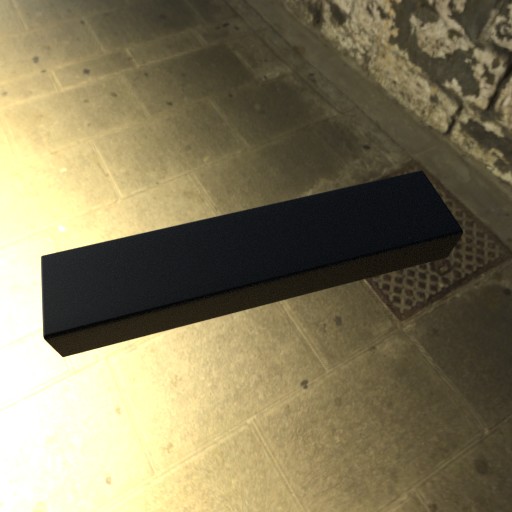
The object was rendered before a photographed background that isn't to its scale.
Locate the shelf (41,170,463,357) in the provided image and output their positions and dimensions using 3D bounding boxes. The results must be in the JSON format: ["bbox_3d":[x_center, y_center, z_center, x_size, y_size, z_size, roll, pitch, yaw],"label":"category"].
[{"bbox_3d":[0.000,0.000,0.508,0.456,0.053,0.102,-14,58,-9],"label":"shelf"}]
